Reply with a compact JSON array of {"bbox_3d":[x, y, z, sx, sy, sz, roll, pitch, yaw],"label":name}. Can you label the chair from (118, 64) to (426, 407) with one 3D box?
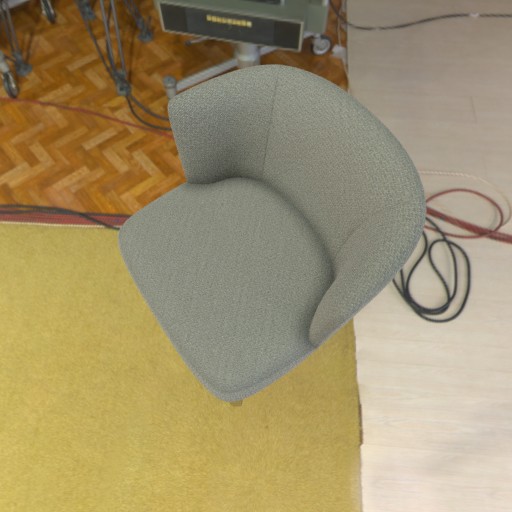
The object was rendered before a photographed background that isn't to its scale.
[{"bbox_3d":[0.000,0.000,1.281,0.660,0.760,0.700,-32,67,-15],"label":"chair"}]
